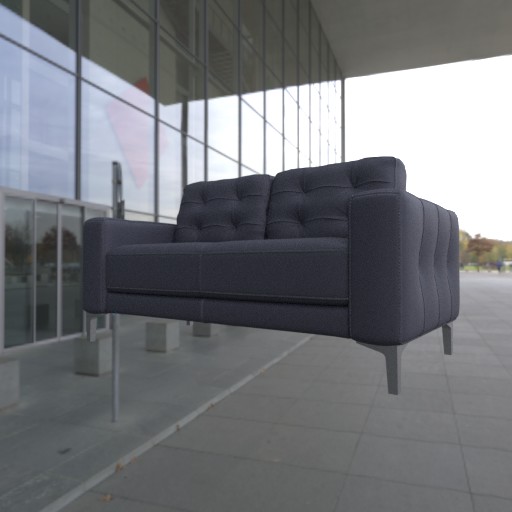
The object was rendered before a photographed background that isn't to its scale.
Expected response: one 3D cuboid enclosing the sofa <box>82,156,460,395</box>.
[{"bbox_3d":[0.000,0.000,2.181,1.726,0.893,0.833,-1,-1,36],"label":"sofa"}]
